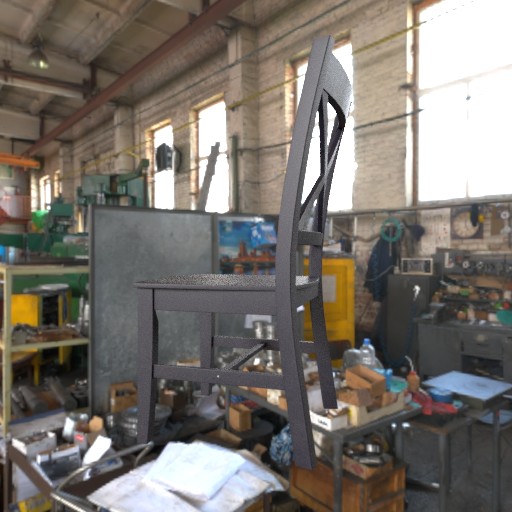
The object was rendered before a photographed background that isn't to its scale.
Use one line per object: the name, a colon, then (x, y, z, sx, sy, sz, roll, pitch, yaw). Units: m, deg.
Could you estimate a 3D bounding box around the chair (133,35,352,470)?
chair: (0.000, 0.000, 1.288, 0.542, 0.983, 0.485, 0, 1, 17)
